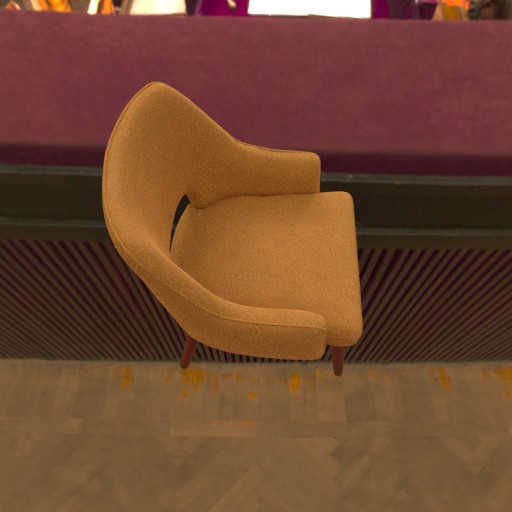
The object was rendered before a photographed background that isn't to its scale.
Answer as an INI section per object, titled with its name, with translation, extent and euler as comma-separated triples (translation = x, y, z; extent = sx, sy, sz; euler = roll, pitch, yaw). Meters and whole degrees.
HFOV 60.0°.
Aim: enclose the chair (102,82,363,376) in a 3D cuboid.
[chair]
translation = 0.000, 0.000, 1.232
extent = 0.605, 0.849, 0.548
euler = 2, 62, 1
